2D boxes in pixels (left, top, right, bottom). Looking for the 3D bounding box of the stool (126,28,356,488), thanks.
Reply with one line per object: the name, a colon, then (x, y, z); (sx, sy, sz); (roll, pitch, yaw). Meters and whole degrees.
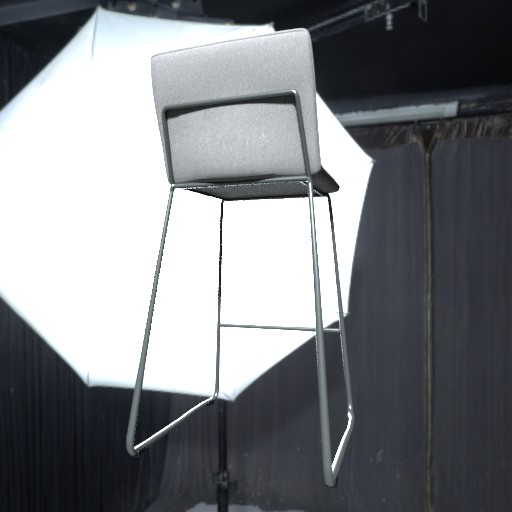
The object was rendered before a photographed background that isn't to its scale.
stool: (0.000, 0.000, 1.194); (0.490, 0.960, 0.490); (0, -1, 18)
